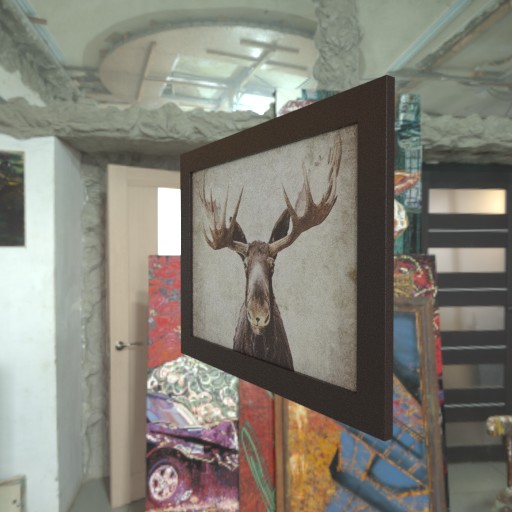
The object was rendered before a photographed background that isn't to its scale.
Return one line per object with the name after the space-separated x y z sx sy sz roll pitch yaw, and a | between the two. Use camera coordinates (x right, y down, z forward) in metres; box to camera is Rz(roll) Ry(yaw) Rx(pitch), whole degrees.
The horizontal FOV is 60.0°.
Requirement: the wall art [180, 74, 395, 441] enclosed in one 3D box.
0.000 0.000 1.650 0.034 0.952 1.207 -1 1 -35 | wall art
